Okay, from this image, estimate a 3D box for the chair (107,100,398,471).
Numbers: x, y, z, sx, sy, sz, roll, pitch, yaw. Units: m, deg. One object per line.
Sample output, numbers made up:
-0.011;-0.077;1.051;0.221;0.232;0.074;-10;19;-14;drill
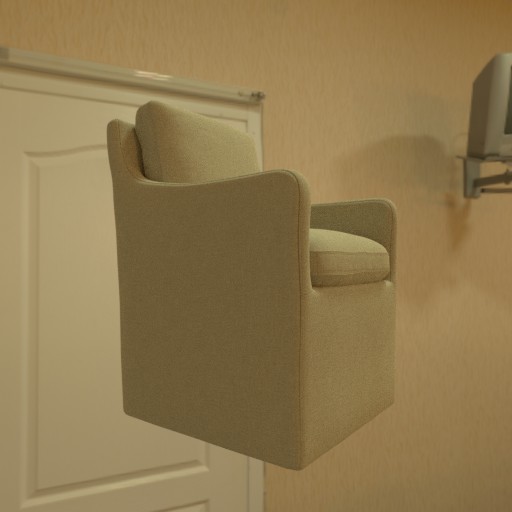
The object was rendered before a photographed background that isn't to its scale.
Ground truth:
0.000;0.000;1.341;0.694;0.914;0.626;-1;-1;37;chair
